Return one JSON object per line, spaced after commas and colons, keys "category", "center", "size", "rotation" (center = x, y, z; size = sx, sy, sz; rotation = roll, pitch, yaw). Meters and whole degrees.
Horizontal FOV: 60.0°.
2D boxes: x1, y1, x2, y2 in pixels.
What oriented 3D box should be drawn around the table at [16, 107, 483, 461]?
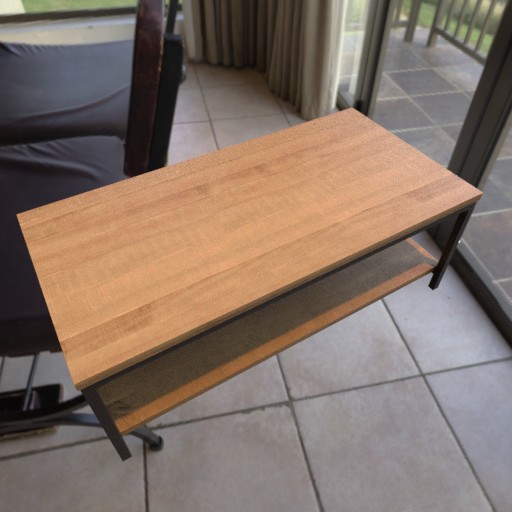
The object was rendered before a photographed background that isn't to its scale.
{"category": "table", "center": [0.000, 0.000, 1.308], "size": [1.100, 0.399, 0.551], "rotation": [-23, 50, -21]}
